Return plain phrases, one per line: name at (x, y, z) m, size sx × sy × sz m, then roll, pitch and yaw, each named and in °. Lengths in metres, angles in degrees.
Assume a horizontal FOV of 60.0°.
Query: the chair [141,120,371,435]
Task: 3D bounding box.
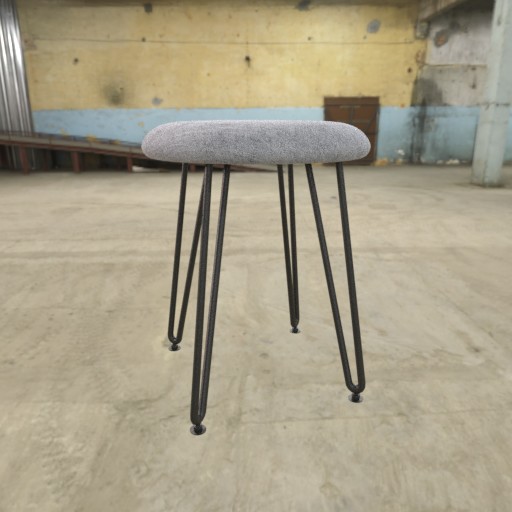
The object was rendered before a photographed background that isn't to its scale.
chair at (0.000, 0.000, 0.660) m, size 0.350 × 0.386 × 0.350 m, roll 8°, pitch 18°, yaw 26°
